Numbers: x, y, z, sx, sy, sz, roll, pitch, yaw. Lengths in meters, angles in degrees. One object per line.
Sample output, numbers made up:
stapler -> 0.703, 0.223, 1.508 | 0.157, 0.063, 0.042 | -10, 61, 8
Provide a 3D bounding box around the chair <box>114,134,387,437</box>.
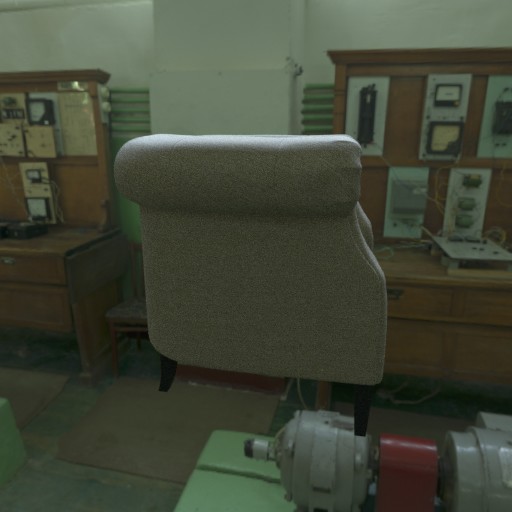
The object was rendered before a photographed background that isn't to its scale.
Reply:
chair -> 0.000, 0.000, 1.559 | 0.852, 0.827, 0.905 | 3, 16, 11
